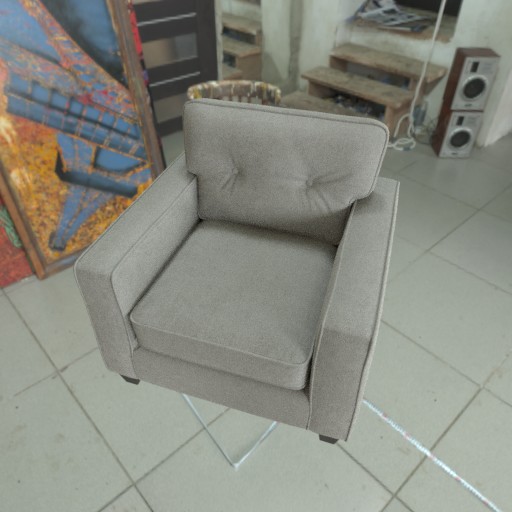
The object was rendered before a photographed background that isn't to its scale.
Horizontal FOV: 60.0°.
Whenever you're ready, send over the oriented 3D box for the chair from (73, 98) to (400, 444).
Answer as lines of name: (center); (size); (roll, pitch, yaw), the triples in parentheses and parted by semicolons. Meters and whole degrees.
chair: (0.000, 0.000, 1.770); (1.015, 0.965, 0.939); (12, 41, 14)
